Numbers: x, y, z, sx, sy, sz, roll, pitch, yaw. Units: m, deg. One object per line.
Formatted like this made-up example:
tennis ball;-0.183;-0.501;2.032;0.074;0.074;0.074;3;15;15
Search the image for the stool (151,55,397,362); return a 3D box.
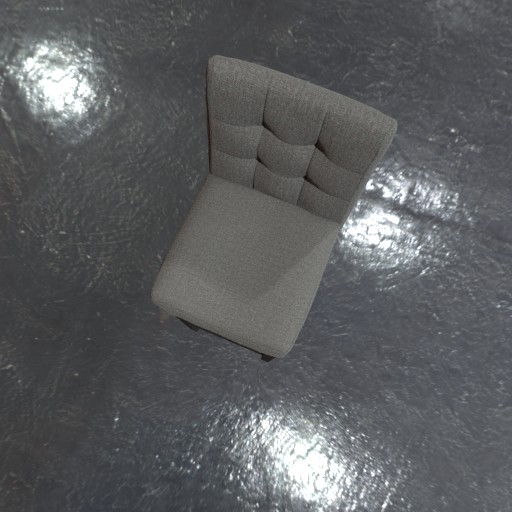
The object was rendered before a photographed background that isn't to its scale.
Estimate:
stool;0.000;0.000;1.336;0.411;1.047;0.548;22;78;5
